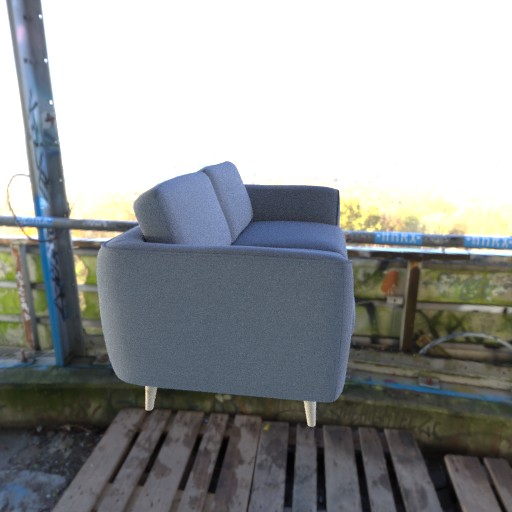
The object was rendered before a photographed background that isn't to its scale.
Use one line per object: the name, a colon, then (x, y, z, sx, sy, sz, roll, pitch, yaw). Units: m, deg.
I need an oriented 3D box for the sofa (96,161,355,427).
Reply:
sofa: (0.000, 0.000, 2.209, 0.920, 0.850, 1.700, 3, 17, 8)
